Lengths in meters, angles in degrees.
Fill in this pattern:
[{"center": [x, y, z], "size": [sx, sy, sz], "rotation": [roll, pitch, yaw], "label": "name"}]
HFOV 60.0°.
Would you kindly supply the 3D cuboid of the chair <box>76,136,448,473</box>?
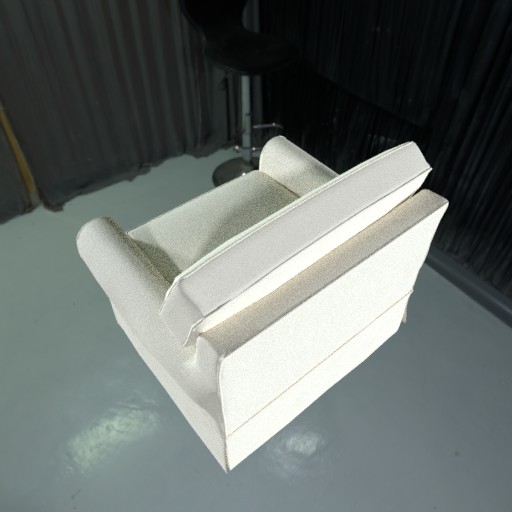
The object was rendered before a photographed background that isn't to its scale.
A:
[{"center": [0.000, 0.000, 1.751], "size": [1.099, 0.958, 0.904], "rotation": [-31, 53, -26], "label": "chair"}]
